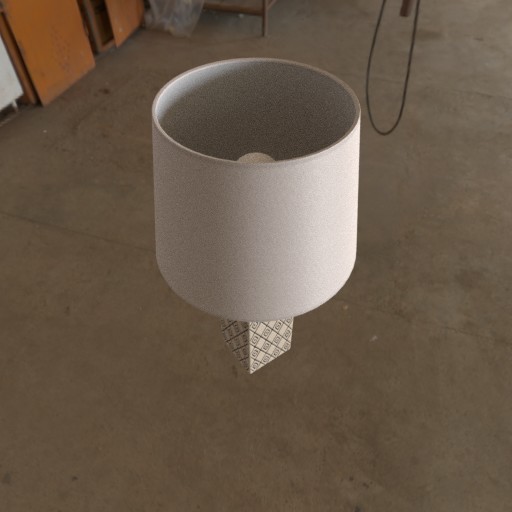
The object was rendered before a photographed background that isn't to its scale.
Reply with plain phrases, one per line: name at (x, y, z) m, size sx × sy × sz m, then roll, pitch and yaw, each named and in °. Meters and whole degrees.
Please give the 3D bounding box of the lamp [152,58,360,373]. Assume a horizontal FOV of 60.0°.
lamp at (0.000, 0.000, 0.585) m, size 0.251 × 0.435 × 0.251 m, roll 0°, pitch 47°, yaw 0°
